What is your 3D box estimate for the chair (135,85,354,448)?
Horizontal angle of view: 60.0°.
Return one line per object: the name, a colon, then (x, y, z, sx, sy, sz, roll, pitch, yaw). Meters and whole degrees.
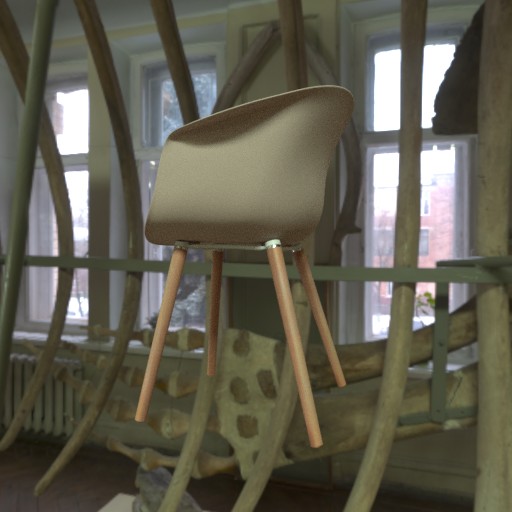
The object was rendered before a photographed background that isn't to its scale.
chair: (0.000, 0.000, 1.170, 0.504, 0.781, 0.593, 0, 0, 18)
